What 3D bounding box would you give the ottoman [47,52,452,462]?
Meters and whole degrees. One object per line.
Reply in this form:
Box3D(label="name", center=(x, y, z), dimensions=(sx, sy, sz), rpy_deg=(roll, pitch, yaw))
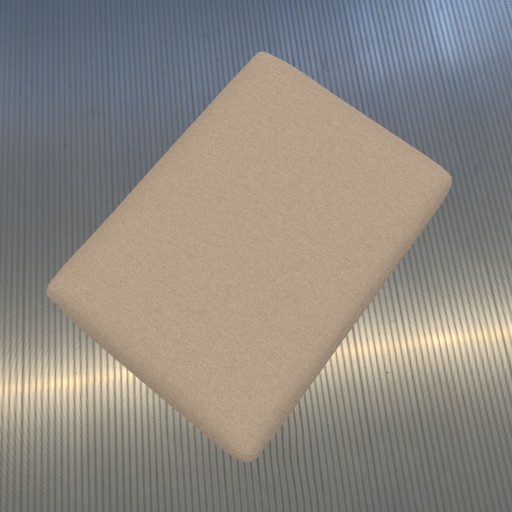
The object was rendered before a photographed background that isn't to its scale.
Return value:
Box3D(label="ottoman", center=(0.000, 0.000, 1.143), dimensions=(0.574, 0.497, 0.773), rpy_deg=(37, 79, 8))
